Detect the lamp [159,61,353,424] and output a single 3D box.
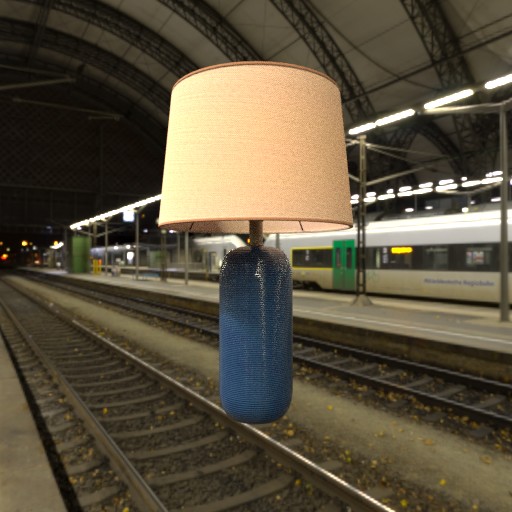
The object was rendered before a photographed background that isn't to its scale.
[{"bbox_3d":[0.000,0.000,0.853,0.367,0.609,0.367,0,0,0],"label":"lamp"}]
